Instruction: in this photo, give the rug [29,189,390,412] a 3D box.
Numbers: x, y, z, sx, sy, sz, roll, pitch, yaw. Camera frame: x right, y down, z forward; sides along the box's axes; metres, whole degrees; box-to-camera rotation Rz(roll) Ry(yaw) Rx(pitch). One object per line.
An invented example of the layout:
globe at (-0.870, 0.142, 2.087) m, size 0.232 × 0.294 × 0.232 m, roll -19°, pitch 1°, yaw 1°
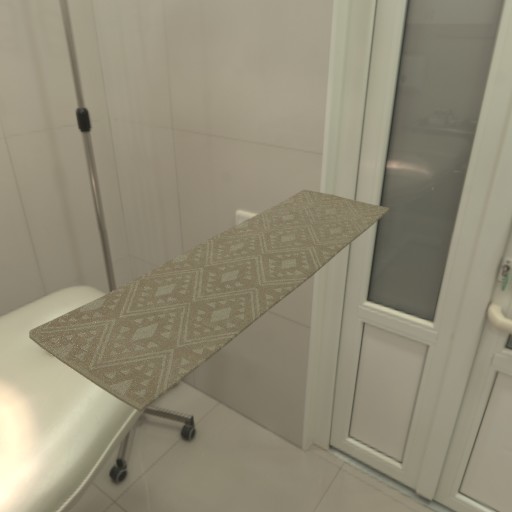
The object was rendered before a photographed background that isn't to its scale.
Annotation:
rug at (0.000, 0.000, 2.655) m, size 0.752 × 0.051 × 2.452 m, roll 18°, pitch 33°, yaw 31°
